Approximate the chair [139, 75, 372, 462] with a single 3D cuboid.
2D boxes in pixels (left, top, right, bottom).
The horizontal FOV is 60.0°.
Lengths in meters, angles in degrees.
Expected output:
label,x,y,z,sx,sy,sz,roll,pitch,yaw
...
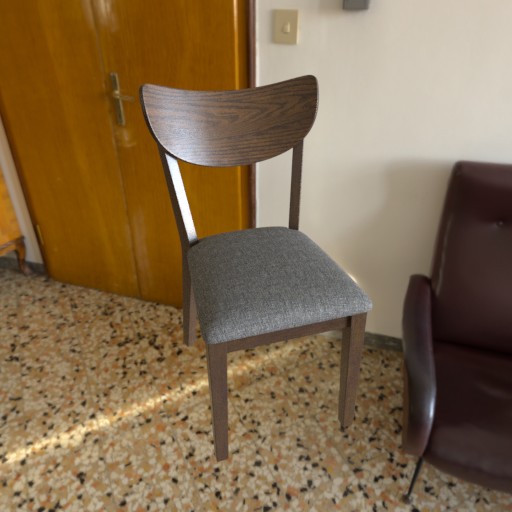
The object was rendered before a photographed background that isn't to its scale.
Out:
label,x,y,z,sx,sy,sz,roll,pitch,yaw
chair,0.000,0.000,1.220,0.491,0.849,0.583,-9,32,-15
